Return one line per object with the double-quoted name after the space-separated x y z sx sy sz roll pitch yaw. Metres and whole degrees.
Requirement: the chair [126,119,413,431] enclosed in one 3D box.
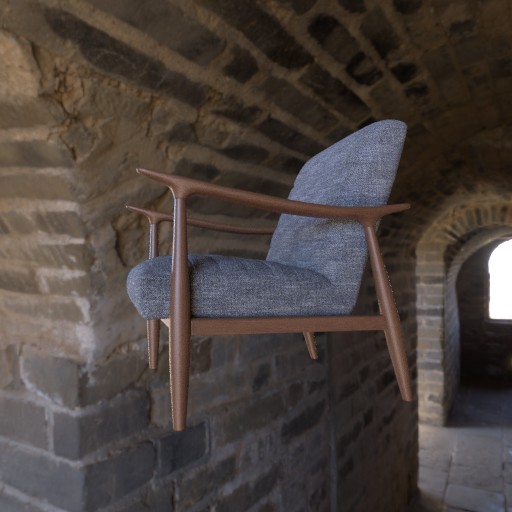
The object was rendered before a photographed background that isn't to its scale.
0.000 0.000 1.452 0.798 0.832 0.741 0 -1 -18 "chair"
